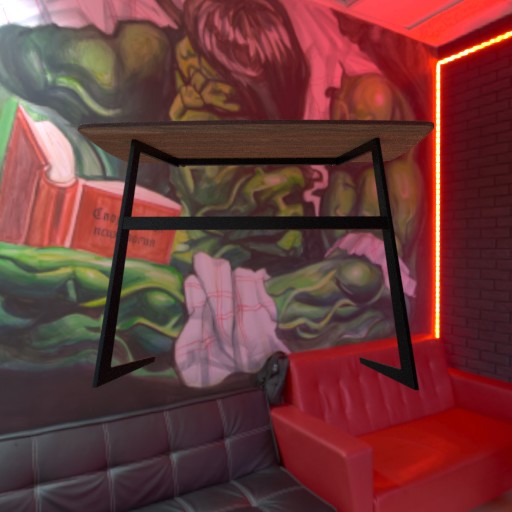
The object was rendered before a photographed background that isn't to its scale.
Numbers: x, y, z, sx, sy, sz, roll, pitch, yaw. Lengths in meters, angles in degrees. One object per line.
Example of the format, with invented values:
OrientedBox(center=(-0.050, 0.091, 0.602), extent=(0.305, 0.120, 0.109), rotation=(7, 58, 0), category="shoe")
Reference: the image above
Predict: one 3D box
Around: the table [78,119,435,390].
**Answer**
OrientedBox(center=(0.000, 0.000, 1.115), extent=(0.804, 0.576, 0.361), rotation=(0, 0, 1), category="table")
